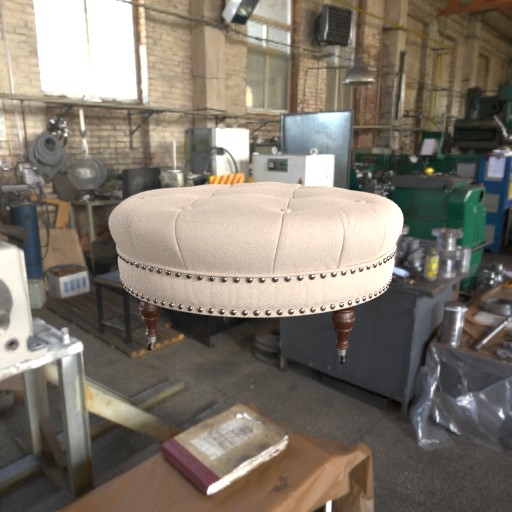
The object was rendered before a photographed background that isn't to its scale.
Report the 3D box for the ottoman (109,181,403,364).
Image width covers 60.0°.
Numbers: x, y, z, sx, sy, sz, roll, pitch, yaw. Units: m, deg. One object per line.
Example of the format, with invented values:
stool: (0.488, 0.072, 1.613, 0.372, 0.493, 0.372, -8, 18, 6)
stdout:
ottoman: (0.000, 0.000, 1.430, 0.901, 0.439, 0.901, 0, 14, 0)
